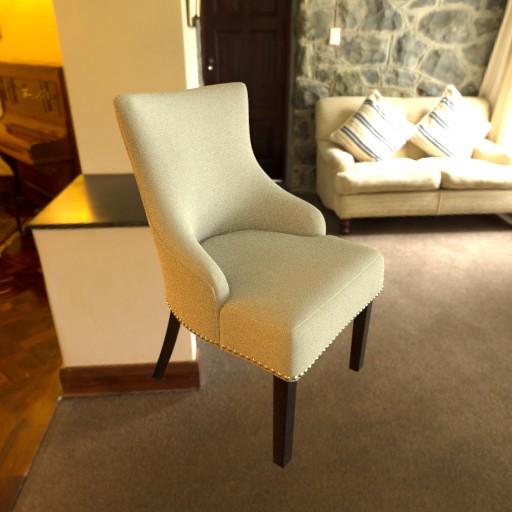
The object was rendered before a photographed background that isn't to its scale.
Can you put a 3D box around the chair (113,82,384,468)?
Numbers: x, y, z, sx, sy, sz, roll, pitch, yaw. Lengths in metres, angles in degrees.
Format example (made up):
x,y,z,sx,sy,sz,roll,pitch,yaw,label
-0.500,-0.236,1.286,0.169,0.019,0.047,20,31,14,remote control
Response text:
x,y,z,sx,sy,sz,roll,pitch,yaw,label
0.000,0.000,1.306,0.629,0.909,0.566,17,31,32,chair
